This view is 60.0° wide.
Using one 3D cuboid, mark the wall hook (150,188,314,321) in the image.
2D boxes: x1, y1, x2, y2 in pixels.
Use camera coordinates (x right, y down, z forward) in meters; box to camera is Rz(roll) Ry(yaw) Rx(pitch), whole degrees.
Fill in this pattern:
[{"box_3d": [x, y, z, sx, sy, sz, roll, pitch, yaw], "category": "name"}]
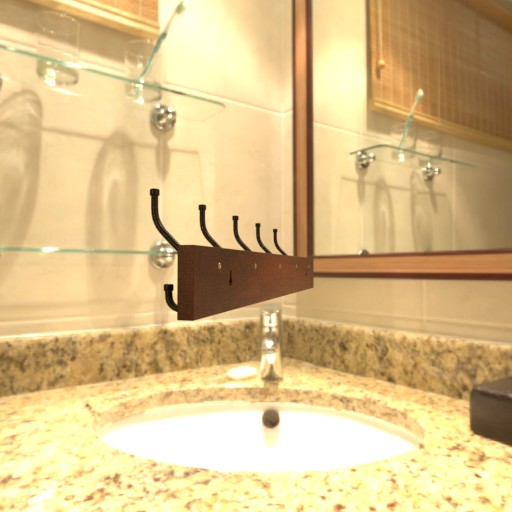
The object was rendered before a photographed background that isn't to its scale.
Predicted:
[{"box_3d": [0.000, 0.000, 0.630, 0.071, 0.117, 0.571, 0, -1, 17], "category": "wall hook"}]
